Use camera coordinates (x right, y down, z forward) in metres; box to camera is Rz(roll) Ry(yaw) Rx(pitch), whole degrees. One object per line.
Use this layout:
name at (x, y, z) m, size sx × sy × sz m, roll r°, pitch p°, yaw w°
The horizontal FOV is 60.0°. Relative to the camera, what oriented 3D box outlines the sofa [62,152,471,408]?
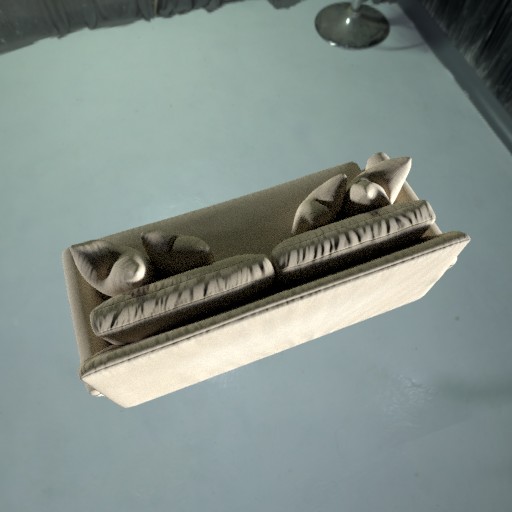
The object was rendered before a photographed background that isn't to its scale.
sofa at (0.000, 0.000, 2.808) m, size 2.285 × 0.904 × 1.067 m, roll -18°, pitch 63°, yaw -10°
